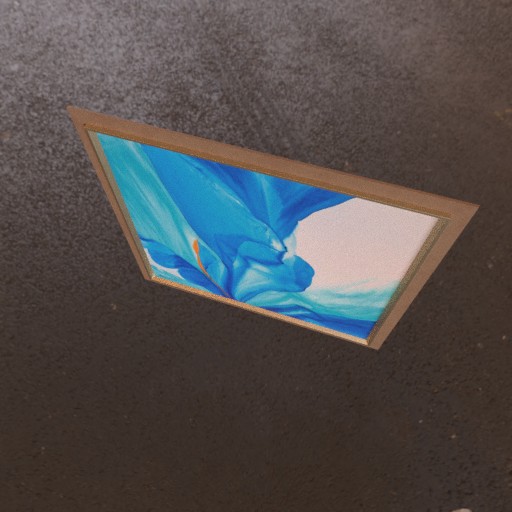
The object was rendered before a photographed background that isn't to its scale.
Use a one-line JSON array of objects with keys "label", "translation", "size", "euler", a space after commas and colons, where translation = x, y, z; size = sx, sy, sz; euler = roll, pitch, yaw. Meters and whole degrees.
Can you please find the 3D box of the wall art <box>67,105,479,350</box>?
[{"label": "wall art", "translation": [0.000, 0.000, 1.656], "size": [1.168, 1.067, 0.025], "euler": [16, 60, 9]}]
